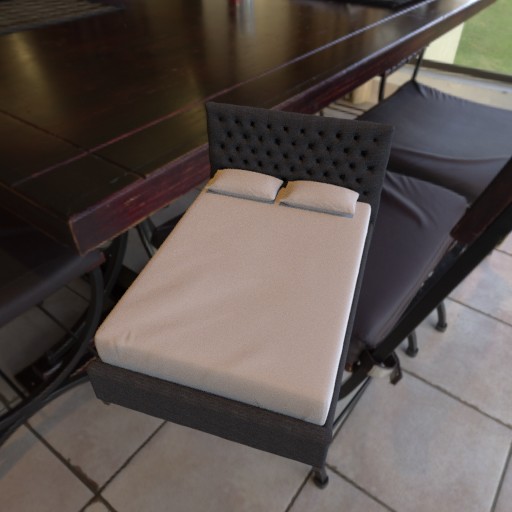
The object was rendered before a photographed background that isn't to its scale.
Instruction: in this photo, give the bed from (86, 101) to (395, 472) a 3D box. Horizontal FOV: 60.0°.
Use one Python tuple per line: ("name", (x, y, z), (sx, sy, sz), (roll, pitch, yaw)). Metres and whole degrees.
("bed", (0.000, 0.000, 3.481), (1.698, 1.427, 2.387), (12, 42, 13))
